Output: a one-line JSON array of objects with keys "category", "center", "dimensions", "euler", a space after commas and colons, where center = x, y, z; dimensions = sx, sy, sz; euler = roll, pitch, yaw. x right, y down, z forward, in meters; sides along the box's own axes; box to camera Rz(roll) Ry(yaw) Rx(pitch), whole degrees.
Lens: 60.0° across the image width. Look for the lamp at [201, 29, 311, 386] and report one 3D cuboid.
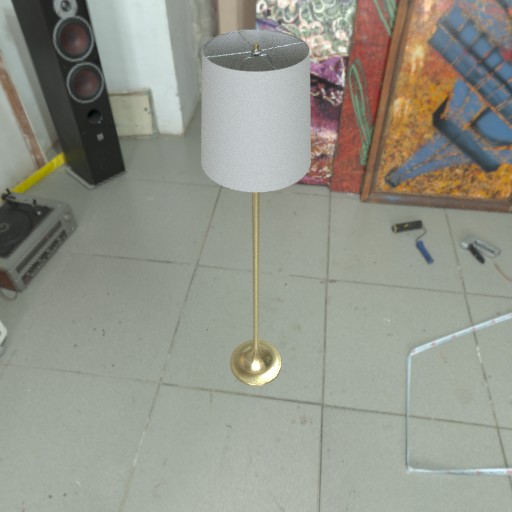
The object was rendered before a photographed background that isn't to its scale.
[{"category": "lamp", "center": [0.000, 0.000, 1.677], "dimensions": [0.337, 1.543, 0.337], "euler": [0, 46, 0]}]
